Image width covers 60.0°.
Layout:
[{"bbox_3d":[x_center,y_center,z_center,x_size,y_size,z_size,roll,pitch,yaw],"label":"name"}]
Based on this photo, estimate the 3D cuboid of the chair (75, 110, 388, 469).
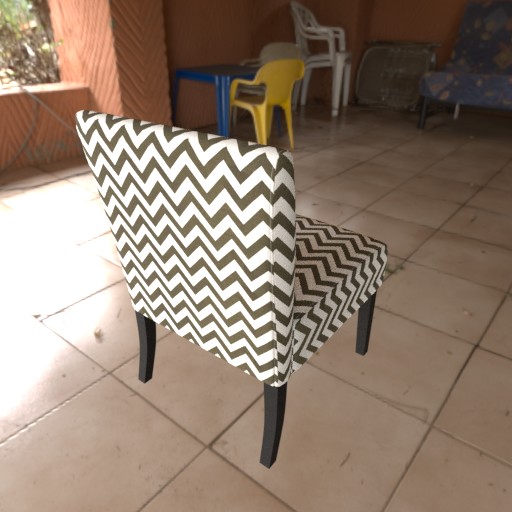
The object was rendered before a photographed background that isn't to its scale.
[{"bbox_3d":[0.000,0.000,1.280,0.589,0.838,0.648,20,35,33],"label":"chair"}]
